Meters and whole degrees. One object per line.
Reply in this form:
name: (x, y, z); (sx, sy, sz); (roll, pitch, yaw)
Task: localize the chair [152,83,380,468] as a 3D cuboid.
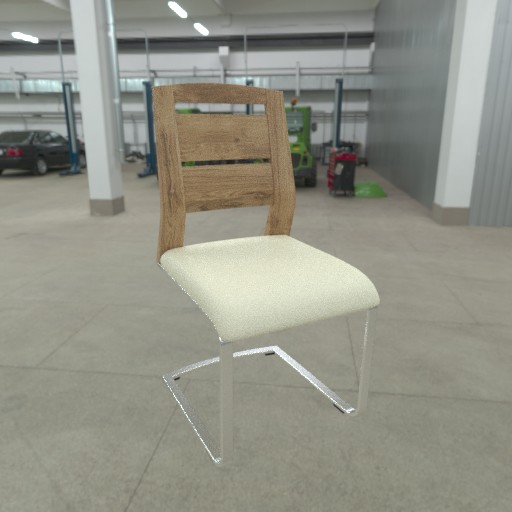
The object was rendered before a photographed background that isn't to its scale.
chair: (0.000, 0.000, 1.261); (0.457, 0.955, 0.561); (-9, 18, -27)
